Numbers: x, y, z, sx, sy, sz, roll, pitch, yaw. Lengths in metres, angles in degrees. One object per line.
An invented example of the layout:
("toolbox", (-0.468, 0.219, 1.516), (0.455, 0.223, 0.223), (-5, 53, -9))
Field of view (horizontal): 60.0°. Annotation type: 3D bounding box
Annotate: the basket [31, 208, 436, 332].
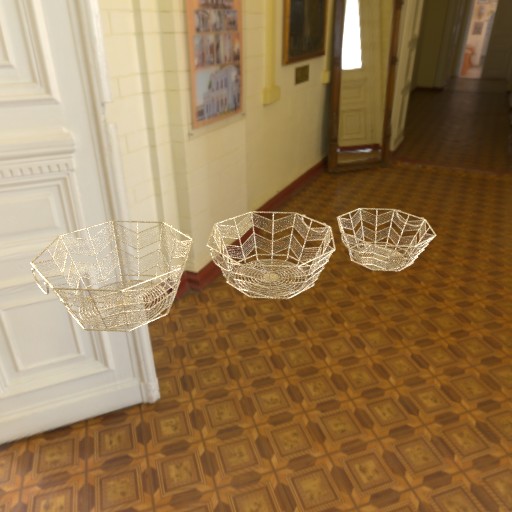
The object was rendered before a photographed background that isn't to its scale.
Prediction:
("basket", (0.000, 0.000, 1.377), (1.246, 0.178, 0.432), (-9, 30, -16))
